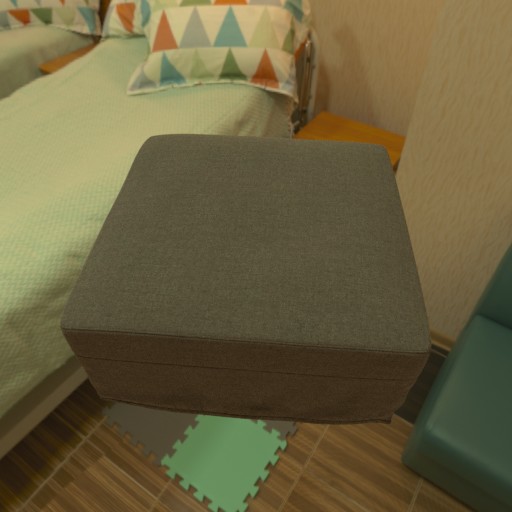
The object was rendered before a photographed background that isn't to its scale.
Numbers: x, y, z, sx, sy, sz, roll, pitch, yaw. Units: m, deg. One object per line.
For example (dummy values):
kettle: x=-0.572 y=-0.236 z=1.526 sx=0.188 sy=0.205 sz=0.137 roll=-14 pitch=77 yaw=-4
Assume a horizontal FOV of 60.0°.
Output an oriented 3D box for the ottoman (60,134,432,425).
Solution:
ottoman: x=0.000 y=0.000 z=1.351 sx=0.840 sy=0.436 sz=0.843 roll=3 pitch=46 yaw=3
